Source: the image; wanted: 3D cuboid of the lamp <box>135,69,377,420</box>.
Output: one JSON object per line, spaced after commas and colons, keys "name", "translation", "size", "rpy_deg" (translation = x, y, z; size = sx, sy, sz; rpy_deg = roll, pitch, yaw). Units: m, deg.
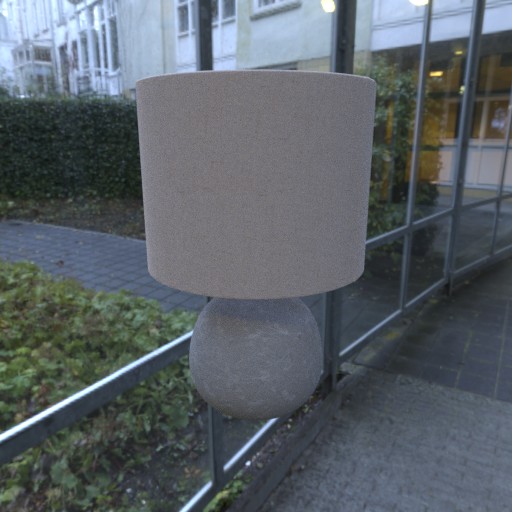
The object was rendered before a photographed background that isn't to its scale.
{"name": "lamp", "translation": [0.000, 0.000, 0.565], "size": [0.269, 0.409, 0.269], "rpy_deg": [-15, 21, -43]}
